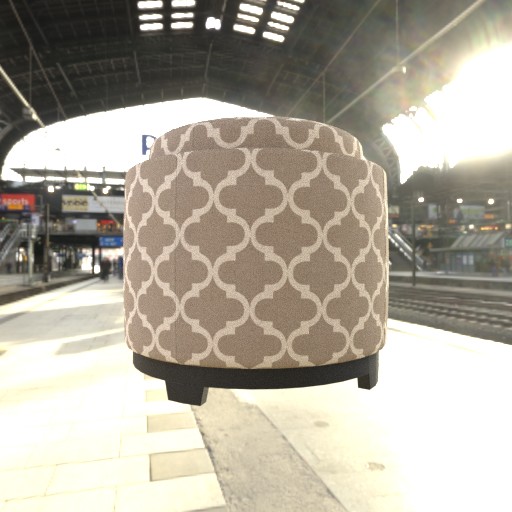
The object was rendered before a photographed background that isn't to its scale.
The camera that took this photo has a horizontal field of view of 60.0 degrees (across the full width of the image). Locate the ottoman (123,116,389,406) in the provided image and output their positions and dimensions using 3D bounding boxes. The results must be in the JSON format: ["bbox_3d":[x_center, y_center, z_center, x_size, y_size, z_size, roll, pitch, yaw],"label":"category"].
[{"bbox_3d":[0.000,0.000,0.836,0.480,0.429,0.480,0,-1,0],"label":"ottoman"}]
